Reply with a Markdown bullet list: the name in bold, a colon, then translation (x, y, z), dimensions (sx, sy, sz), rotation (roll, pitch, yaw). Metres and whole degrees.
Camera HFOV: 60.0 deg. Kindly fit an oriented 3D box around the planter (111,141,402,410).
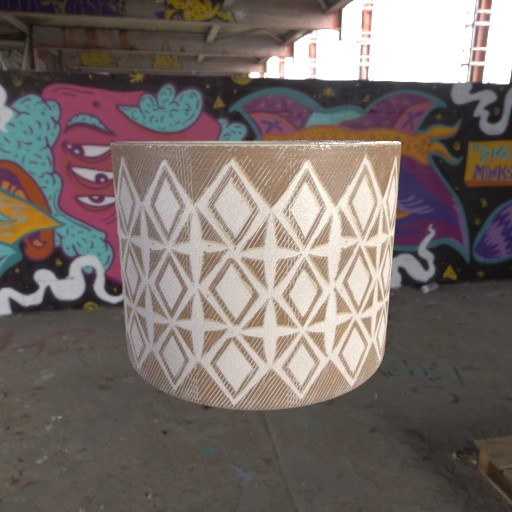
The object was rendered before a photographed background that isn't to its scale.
- **planter**: translation (0.000, 0.000, 0.329), dimensions (0.193, 0.165, 0.193), rotation (0, 15, 0)
